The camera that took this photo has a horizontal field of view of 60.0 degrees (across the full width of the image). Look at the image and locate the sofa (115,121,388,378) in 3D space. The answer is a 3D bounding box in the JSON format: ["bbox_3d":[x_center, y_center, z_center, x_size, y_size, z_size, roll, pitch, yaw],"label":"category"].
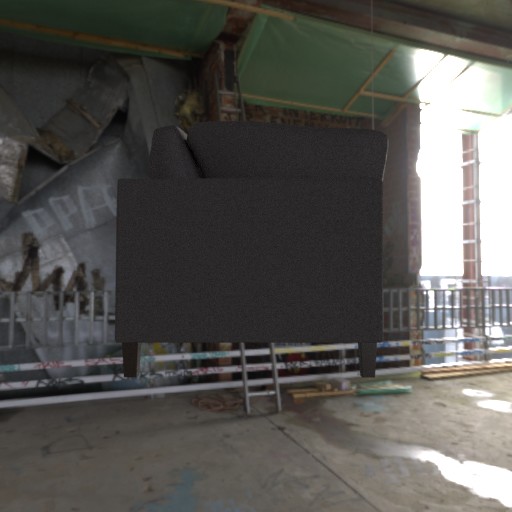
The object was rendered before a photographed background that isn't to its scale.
[{"bbox_3d":[0.000,0.000,2.381,0.969,0.920,1.751,0,-3,0],"label":"sofa"}]
